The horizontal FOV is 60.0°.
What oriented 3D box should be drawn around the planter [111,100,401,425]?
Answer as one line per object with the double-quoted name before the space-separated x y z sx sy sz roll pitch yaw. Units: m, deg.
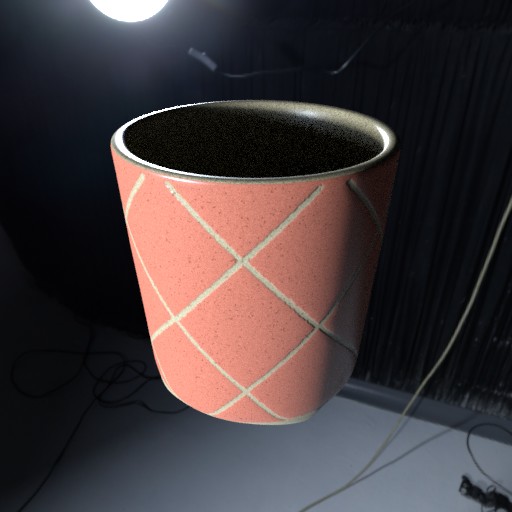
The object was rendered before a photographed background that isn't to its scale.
"planter" 0.000 0.000 0.352 0.191 0.200 0.191 0 31 0
